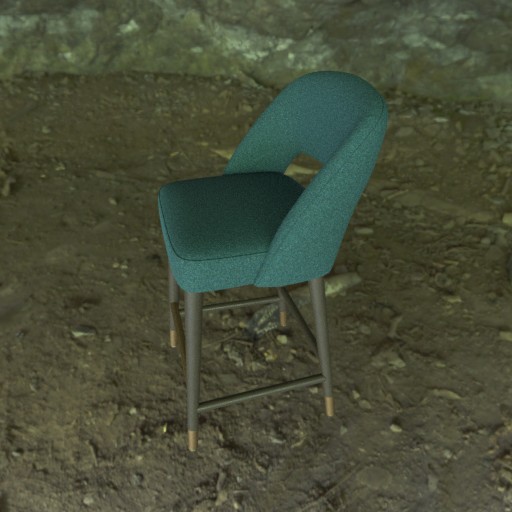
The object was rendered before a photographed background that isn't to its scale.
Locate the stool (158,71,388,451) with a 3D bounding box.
[{"bbox_3d":[0.000,0.000,1.250,0.522,0.939,0.536,-8,32,-14],"label":"stool"}]
